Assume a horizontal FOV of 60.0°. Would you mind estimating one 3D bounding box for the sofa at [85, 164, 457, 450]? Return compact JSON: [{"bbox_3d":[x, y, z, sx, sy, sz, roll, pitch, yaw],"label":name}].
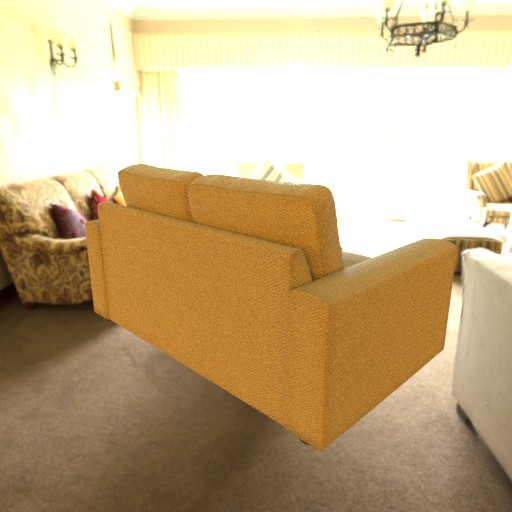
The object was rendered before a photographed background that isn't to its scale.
[{"bbox_3d":[0.000,0.000,2.225,1.616,0.873,1.016,16,23,42],"label":"sofa"}]
